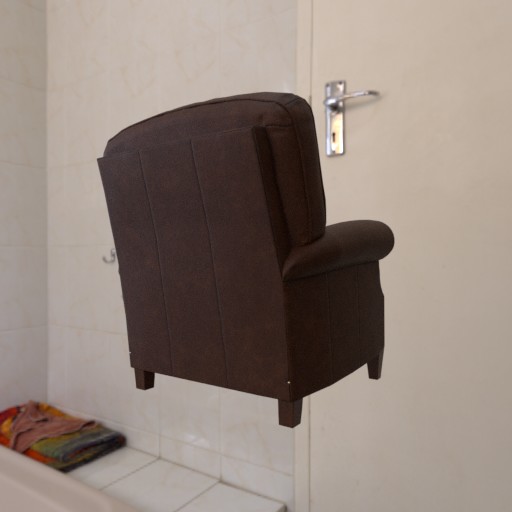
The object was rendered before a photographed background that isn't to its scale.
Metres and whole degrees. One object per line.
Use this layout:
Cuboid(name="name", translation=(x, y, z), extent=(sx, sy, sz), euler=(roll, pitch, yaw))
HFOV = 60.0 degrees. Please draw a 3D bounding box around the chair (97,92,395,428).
Cuboid(name="chair", translation=(0.000, 0.000, 1.757), extent=(0.936, 1.018, 0.986), euler=(0, 0, 35))
